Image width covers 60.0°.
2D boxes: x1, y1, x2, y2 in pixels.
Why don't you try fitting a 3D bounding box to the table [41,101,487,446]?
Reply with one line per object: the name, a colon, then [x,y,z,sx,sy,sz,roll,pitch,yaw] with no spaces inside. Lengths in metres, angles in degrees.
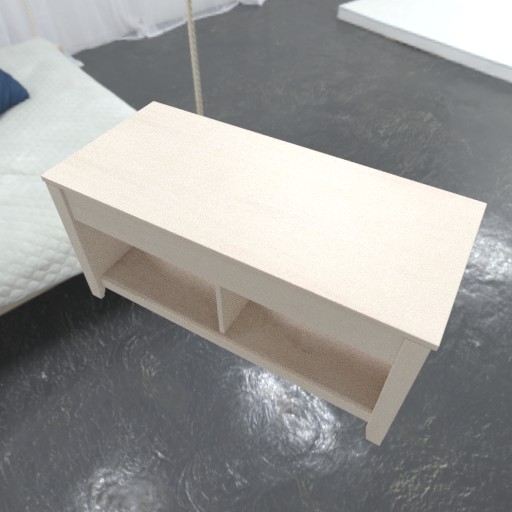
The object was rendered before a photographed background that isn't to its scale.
table: [0.000,0.000,1.275,1.016,0.483,0.457,23,51,20]
